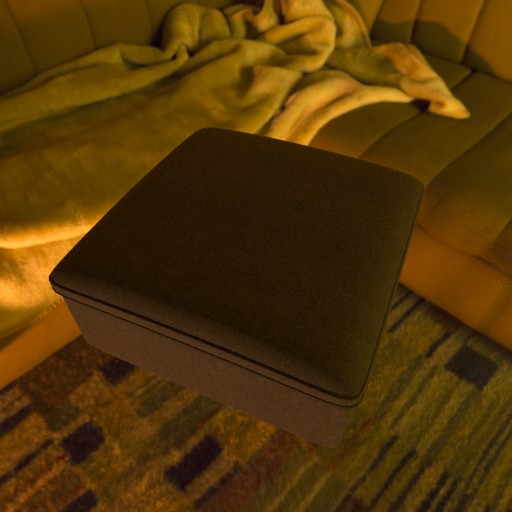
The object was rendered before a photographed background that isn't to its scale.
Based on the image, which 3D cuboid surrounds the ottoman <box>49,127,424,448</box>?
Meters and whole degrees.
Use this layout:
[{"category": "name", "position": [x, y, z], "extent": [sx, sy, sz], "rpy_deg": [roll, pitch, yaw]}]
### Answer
[{"category": "ottoman", "position": [0.000, 0.000, 1.738], "extent": [1.067, 0.559, 1.067], "rpy_deg": [18, 49, 16]}]
